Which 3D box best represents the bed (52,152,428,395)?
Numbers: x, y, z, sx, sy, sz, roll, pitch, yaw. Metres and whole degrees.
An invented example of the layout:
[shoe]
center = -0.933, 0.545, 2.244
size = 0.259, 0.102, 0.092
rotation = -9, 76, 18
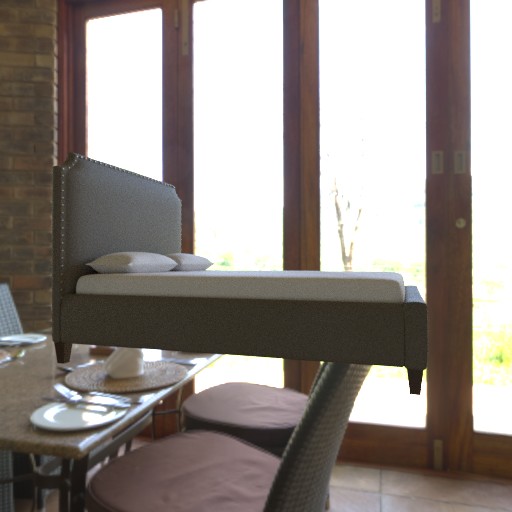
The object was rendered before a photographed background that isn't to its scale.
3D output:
[bed]
center = 0.000, 0.000, 3.386
size = 2.372, 1.443, 1.712
rotation = 0, -1, 18
